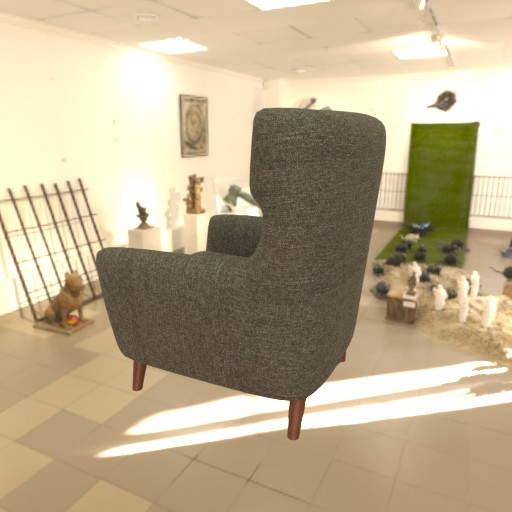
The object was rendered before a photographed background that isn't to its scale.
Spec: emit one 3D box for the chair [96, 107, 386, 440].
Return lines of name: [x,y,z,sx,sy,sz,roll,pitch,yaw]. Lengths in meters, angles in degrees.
chair: [0.000,0.000,1.755,0.904,1.063,0.878,7,17,25]
